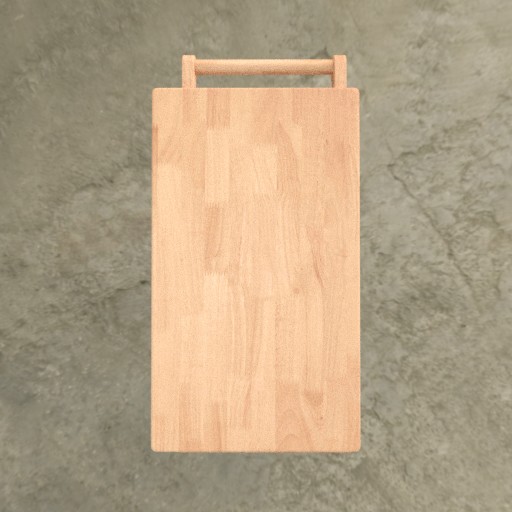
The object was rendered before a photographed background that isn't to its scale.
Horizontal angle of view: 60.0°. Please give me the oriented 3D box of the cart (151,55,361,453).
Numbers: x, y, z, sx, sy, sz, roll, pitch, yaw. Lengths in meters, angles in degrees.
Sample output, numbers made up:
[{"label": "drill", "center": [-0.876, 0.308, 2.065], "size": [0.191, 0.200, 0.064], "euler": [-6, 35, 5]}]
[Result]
[{"label": "cart", "center": [0.000, 0.000, 1.353], "size": [0.432, 0.879, 0.853], "euler": [0, 89, 0]}]
